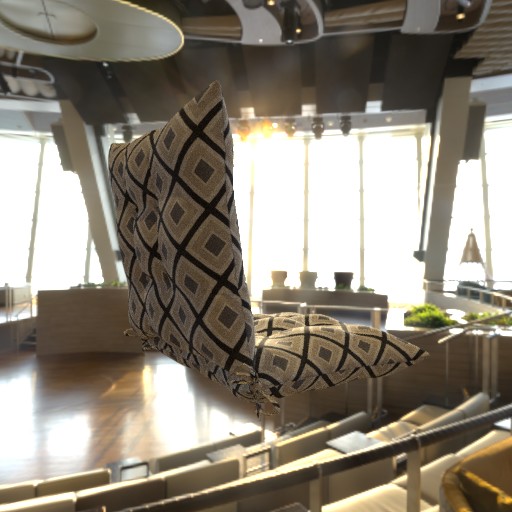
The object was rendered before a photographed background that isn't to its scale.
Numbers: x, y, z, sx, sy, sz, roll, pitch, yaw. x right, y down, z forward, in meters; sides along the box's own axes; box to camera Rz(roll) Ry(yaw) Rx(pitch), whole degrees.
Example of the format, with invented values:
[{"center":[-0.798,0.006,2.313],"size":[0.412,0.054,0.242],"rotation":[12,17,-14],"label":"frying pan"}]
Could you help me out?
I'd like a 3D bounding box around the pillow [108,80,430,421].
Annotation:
[{"center":[0.000,0.000,1.001],"size":[0.585,0.536,0.541],"rotation":[-1,1,-35],"label":"pillow"}]
